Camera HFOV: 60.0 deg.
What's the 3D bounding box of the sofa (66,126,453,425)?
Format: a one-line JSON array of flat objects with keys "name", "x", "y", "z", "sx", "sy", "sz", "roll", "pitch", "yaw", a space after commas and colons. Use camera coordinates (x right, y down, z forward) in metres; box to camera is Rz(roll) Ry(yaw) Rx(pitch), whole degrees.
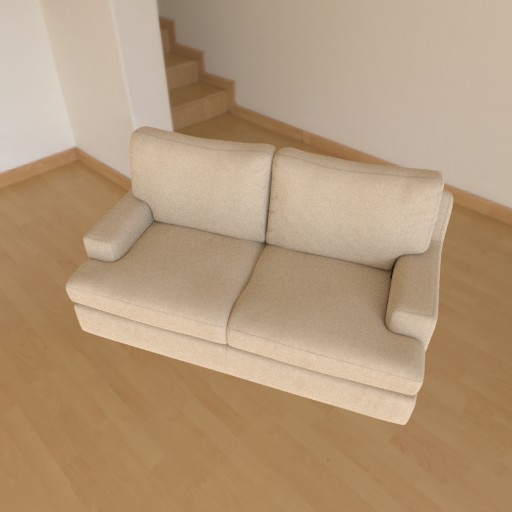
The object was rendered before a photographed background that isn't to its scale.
[{"name": "sofa", "x": 0.000, "y": 0.000, "z": 2.395, "sx": 1.885, "sy": 0.967, "sz": 0.962, "roll": 12, "pitch": 41, "yaw": 15}]
